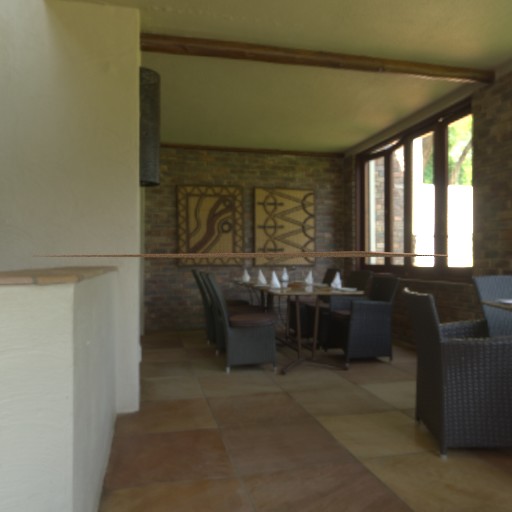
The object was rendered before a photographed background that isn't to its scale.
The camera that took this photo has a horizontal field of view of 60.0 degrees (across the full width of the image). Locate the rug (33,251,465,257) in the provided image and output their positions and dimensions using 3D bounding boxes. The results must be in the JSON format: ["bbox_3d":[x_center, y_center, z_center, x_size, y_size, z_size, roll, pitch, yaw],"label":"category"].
[{"bbox_3d":[0.000,0.000,3.980,3.045,0.011,2.436,0,-1,35],"label":"rug"}]
